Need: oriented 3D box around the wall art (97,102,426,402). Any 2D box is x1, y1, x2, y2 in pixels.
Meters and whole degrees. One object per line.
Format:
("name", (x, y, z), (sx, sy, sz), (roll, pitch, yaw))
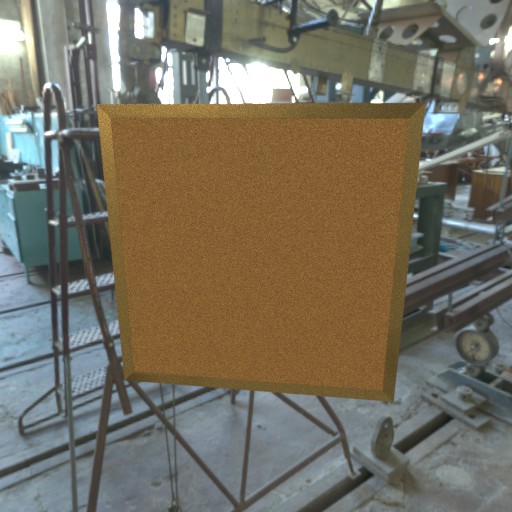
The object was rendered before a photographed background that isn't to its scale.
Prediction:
("wall art", (0.000, 0.000, 0.470), (0.304, 0.305, 0.038), (2, 17, 7))
